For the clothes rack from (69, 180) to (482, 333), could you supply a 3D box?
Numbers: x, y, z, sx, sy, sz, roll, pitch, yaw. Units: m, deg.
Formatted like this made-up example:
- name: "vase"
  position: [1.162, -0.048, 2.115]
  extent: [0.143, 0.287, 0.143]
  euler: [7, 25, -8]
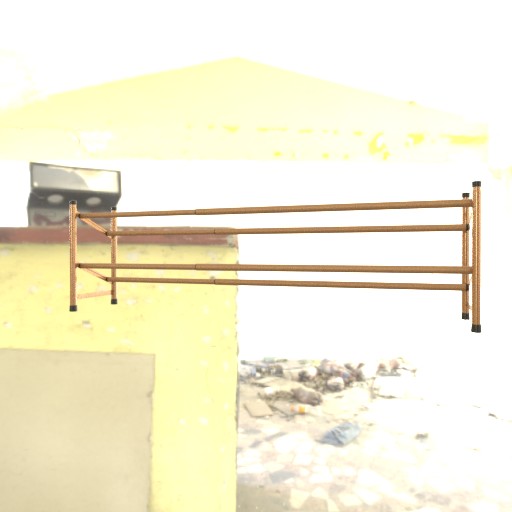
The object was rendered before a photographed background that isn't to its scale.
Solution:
- name: "clothes rack"
  position: [0.000, 0.000, 1.304]
  extent: [1.168, 0.349, 0.229]
  euler: [0, 0, 19]
